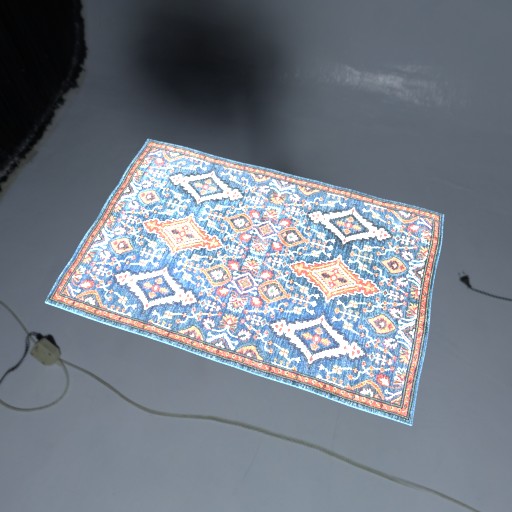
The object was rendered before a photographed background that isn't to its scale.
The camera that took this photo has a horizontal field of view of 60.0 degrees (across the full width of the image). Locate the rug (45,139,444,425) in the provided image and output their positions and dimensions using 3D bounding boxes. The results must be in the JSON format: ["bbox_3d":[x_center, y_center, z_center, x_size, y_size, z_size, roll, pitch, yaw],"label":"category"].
[{"bbox_3d":[0.000,0.000,2.354,1.847,0.014,1.195,16,61,9],"label":"rug"}]
